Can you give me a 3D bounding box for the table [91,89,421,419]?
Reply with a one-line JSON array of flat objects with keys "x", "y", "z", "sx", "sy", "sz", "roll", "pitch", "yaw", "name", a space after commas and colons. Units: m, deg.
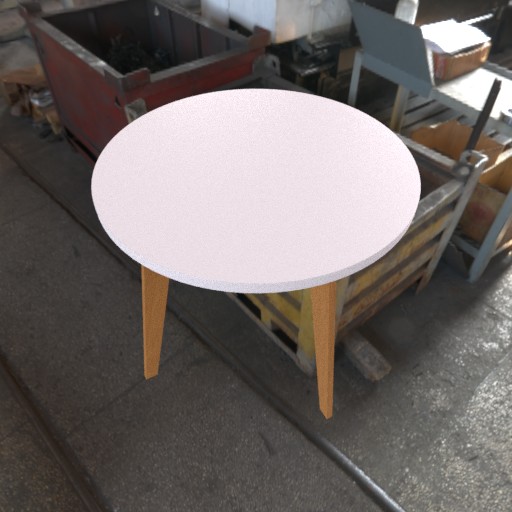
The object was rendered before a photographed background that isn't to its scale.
[{"x": 0.000, "y": 0.000, "z": 1.518, "sx": 0.896, "sy": 0.762, "sz": 0.896, "roll": 0, "pitch": 46, "yaw": 0, "name": "table"}]
